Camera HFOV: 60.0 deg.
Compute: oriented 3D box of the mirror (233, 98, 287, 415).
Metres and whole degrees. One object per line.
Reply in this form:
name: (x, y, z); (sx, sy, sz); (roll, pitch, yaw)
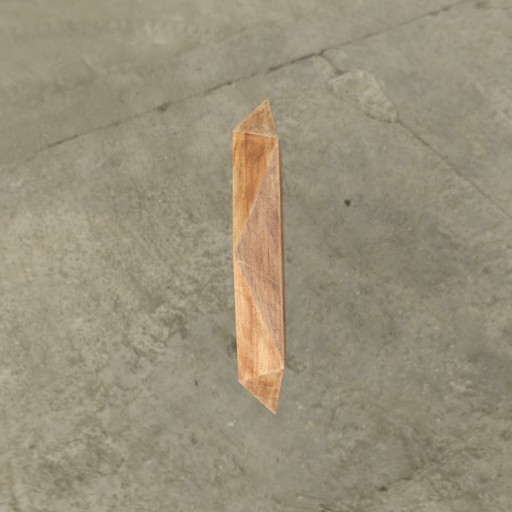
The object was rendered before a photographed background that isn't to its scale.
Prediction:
mirror: (0.000, 0.000, 1.089); (0.091, 0.779, 0.675); (-1, 59, -1)
